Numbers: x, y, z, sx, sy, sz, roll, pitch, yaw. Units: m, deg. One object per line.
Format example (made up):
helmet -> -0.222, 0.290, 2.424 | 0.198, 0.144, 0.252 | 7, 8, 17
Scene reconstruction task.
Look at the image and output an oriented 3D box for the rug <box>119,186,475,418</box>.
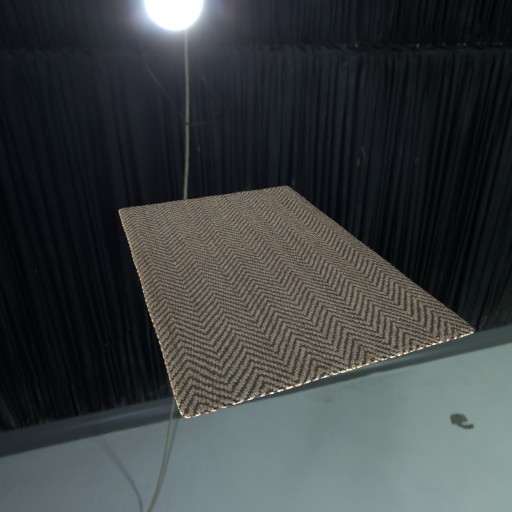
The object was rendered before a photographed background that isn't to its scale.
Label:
rug -> 0.000, 0.000, 2.343 | 1.219, 0.008, 1.828 | -11, 31, -19
